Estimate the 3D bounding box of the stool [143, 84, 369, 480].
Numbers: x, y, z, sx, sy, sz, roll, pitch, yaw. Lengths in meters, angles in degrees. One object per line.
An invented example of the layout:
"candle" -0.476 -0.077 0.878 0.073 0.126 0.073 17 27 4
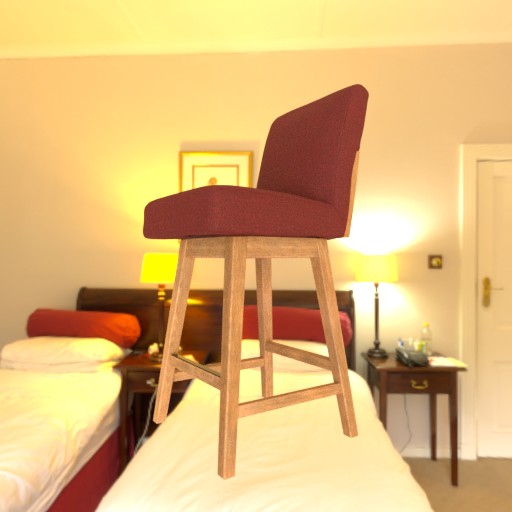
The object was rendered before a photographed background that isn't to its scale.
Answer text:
"stool" 0.000 0.000 1.344 0.562 1.038 0.468 0 0 -34
